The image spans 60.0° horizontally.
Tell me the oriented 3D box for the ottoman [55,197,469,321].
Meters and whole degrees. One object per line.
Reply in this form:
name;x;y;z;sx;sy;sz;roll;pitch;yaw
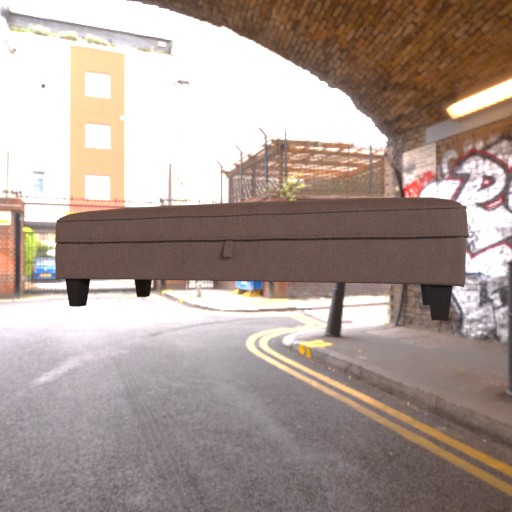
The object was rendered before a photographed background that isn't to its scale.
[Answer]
ottoman;0.000;0.000;2.098;1.764;0.470;0.751;0;-1;18
